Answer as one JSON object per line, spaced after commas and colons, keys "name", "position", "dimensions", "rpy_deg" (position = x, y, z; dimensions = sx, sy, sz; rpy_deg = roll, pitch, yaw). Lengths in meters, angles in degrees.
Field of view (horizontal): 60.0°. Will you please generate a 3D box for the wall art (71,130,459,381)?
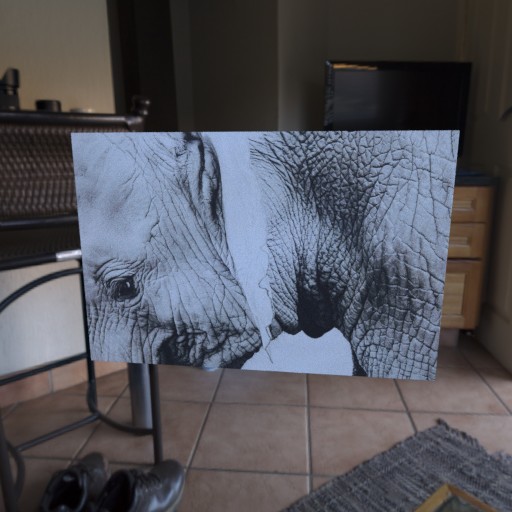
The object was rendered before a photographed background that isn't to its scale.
{"name": "wall art", "position": [0.000, 0.000, 0.756], "dimensions": [0.613, 0.407, 0.035], "rpy_deg": [2, 13, 7]}
